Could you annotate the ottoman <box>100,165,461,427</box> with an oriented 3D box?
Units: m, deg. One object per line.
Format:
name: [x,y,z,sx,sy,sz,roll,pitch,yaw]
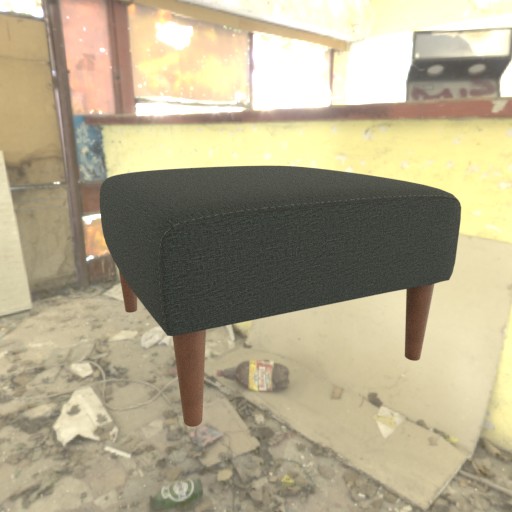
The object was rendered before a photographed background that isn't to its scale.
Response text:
ottoman: [0.000,0.000,1.074,0.649,0.398,0.650,-8,18,-25]
